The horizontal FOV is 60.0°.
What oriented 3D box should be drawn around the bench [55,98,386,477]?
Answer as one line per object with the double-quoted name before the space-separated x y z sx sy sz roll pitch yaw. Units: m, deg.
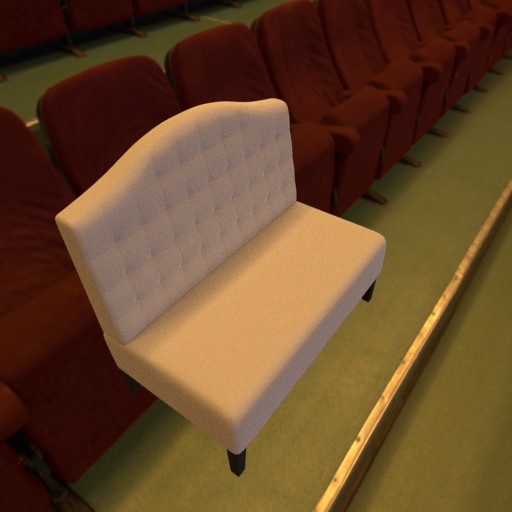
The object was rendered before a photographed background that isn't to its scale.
"bench" 0.000 0.000 2.055 0.815 1.180 1.335 26 47 27
